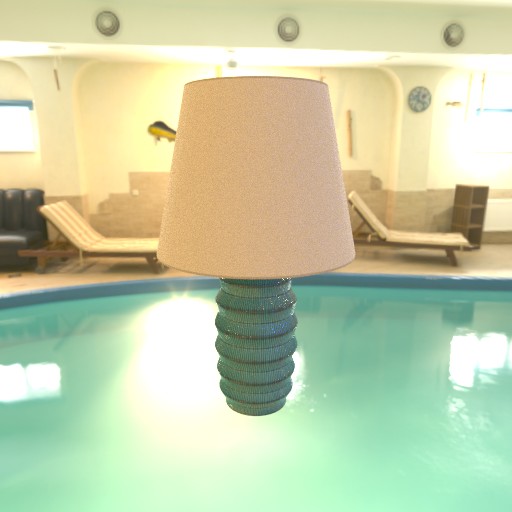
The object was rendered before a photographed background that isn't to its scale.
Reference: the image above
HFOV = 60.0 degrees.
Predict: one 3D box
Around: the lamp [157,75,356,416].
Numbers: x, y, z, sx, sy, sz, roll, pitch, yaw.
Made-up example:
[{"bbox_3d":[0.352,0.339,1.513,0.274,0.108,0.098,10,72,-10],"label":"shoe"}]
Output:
[{"bbox_3d":[0.000,0.000,0.810,0.355,0.582,0.355,0,14,0],"label":"lamp"}]
